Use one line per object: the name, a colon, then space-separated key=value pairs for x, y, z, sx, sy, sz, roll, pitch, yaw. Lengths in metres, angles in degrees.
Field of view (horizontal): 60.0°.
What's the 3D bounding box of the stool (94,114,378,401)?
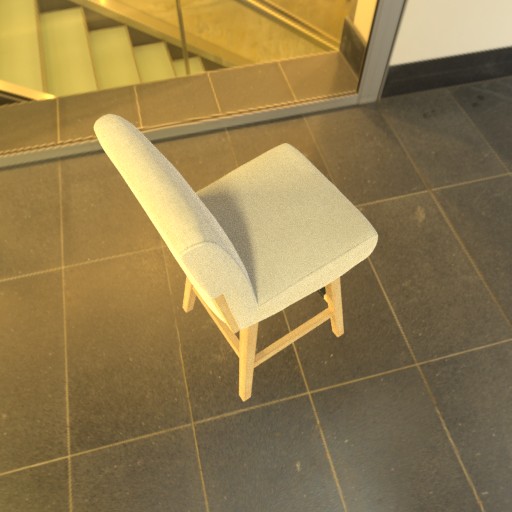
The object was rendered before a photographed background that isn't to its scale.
stool: x=0.000 y=0.000 z=1.301 sx=0.543 sy=1.015 sz=0.446 roll=-30 pitch=63 yaw=-17
